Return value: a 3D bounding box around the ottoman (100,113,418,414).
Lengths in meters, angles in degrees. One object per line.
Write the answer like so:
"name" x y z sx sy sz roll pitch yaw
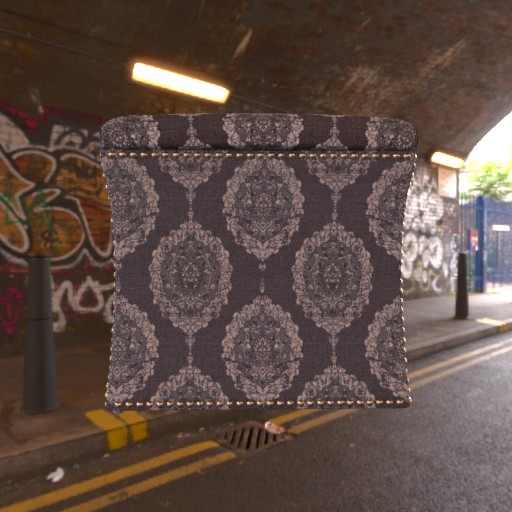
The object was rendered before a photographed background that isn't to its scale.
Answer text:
"ottoman" 0.000 0.000 0.902 0.497 0.475 0.507 0 1 -1
